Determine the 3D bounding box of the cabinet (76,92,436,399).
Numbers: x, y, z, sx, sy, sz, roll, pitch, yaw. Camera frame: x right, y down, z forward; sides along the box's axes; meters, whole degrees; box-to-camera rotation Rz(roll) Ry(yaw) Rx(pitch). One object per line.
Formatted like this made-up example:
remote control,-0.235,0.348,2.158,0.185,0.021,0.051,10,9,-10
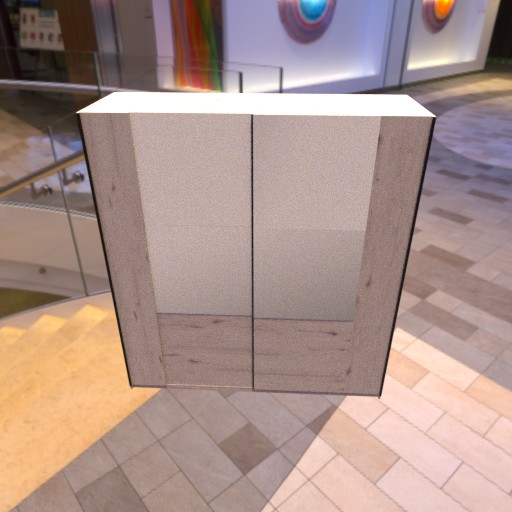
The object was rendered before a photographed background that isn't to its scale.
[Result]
cabinet,0.000,0.000,3.283,2.000,2.180,0.660,1,30,3
